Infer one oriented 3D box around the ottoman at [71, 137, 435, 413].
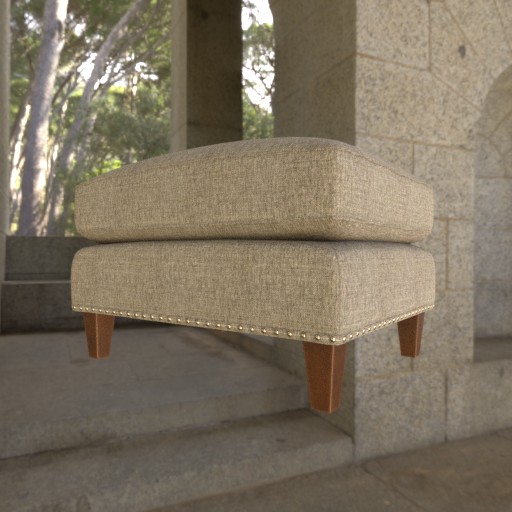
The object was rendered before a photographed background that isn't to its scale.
[{"bbox_3d":[0.000,0.000,1.130,0.741,0.513,0.584,0,0,36],"label":"ottoman"}]
